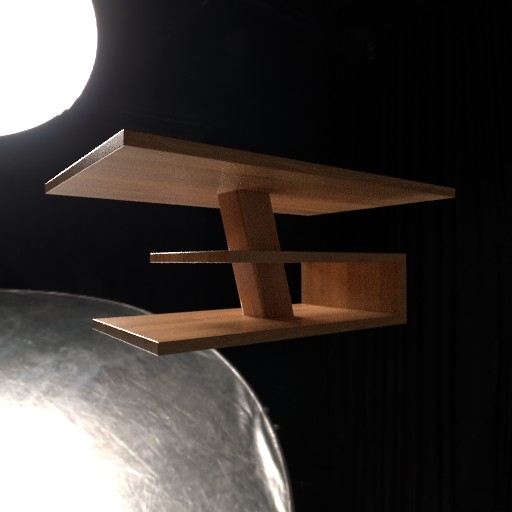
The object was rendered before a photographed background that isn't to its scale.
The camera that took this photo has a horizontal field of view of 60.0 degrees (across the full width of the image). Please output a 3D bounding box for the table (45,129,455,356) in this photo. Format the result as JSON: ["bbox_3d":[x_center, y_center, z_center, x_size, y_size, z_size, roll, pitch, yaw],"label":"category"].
[{"bbox_3d":[0.000,0.000,1.404,1.100,0.442,0.700,1,-1,-36],"label":"table"}]
